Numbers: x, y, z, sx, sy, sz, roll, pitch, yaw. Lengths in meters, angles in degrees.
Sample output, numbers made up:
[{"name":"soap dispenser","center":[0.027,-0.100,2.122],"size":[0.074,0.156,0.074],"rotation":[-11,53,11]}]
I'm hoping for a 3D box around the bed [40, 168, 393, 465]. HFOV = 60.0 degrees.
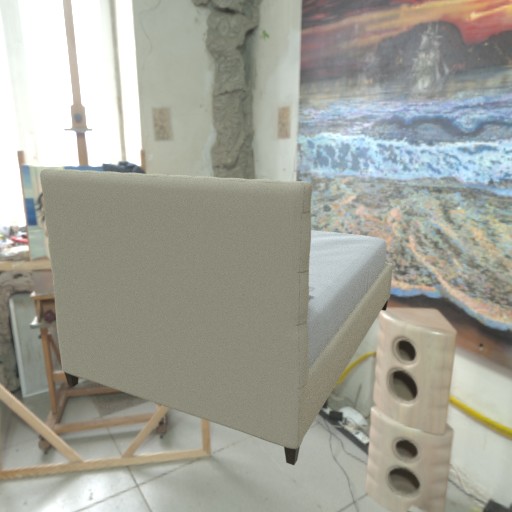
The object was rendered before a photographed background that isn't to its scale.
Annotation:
[{"name":"bed","center":[0.000,0.000,3.419],"size":[1.698,1.427,2.387],"rotation":[8,17,26]}]
